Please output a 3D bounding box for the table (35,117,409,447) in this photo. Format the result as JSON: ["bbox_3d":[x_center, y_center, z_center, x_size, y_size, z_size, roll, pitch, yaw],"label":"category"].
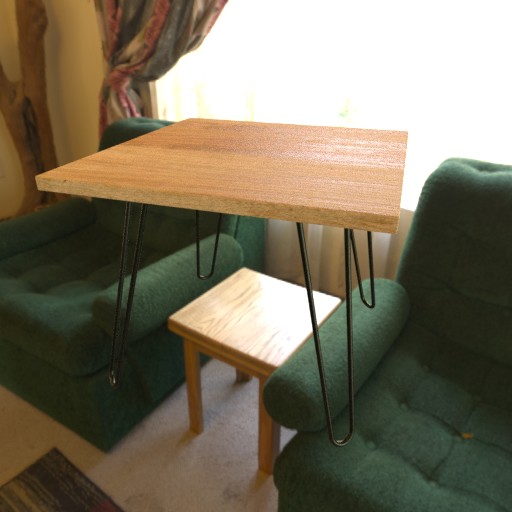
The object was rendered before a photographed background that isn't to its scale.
[{"bbox_3d":[0.000,0.000,1.038,0.599,0.500,0.599,9,28,16],"label":"table"}]
